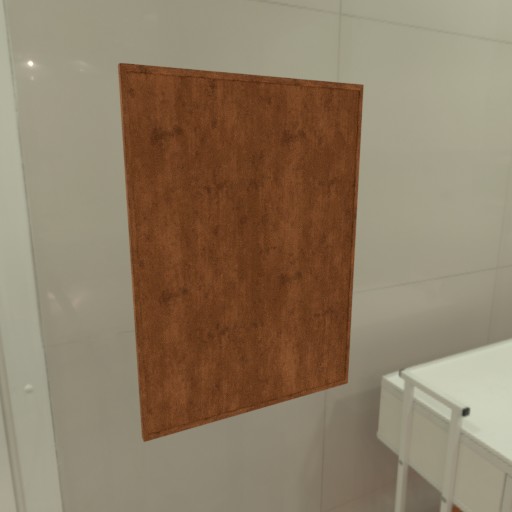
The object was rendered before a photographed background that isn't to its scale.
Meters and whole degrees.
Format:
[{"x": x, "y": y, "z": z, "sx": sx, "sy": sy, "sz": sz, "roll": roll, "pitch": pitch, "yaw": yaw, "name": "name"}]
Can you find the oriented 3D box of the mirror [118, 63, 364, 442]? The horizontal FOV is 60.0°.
[{"x": 0.000, "y": 0.000, "z": 1.440, "sx": 0.796, "sy": 1.099, "sz": 0.028, "roll": -7, "pitch": 15, "yaw": -26, "name": "mirror"}]
